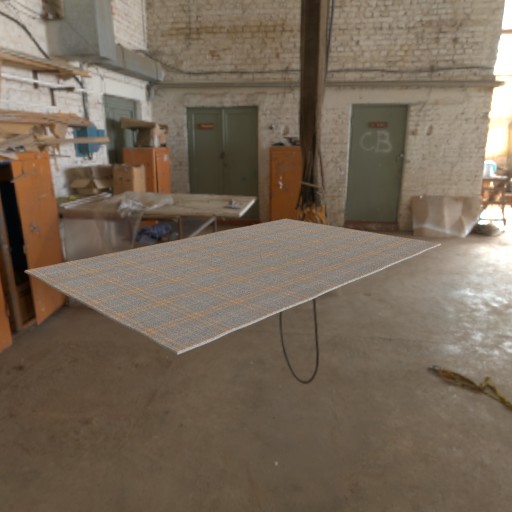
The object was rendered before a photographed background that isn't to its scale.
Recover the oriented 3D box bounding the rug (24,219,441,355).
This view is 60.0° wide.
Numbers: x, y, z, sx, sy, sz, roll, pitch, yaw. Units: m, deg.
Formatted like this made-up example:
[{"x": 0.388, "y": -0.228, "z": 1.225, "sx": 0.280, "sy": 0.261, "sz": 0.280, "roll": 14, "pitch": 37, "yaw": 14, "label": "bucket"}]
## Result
[{"x": 0.000, "y": 0.000, "z": 3.021, "sx": 1.545, "sy": 0.016, "sz": 2.460, "roll": 14, "pitch": 20, "yaw": 42, "label": "rug"}]
